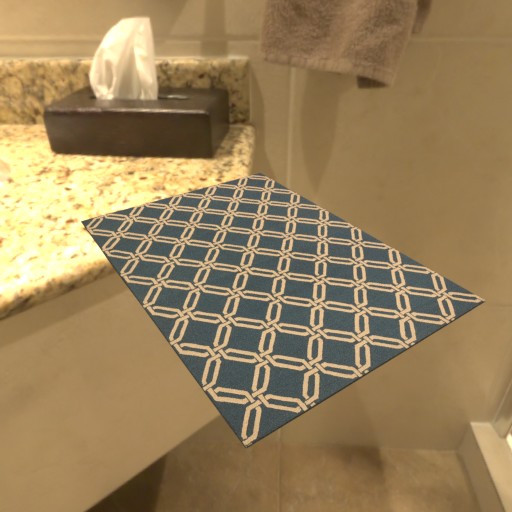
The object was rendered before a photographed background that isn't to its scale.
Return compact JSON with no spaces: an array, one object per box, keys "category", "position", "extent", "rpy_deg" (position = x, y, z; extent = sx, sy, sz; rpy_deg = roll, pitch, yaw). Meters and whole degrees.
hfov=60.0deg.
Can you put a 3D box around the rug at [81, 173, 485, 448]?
[{"category":"rug","position":[0.000,0.000,4.332],"extent":[2.432,0.018,3.342],"rpy_deg":[-21,38,-28]}]
